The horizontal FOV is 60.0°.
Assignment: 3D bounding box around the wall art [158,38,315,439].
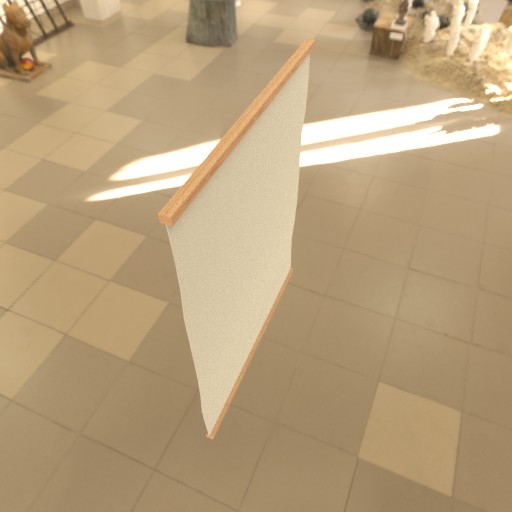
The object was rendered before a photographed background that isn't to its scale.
[{"bbox_3d":[0.000,0.000,0.693,0.013,0.508,0.406,17,50,15],"label":"wall art"}]
